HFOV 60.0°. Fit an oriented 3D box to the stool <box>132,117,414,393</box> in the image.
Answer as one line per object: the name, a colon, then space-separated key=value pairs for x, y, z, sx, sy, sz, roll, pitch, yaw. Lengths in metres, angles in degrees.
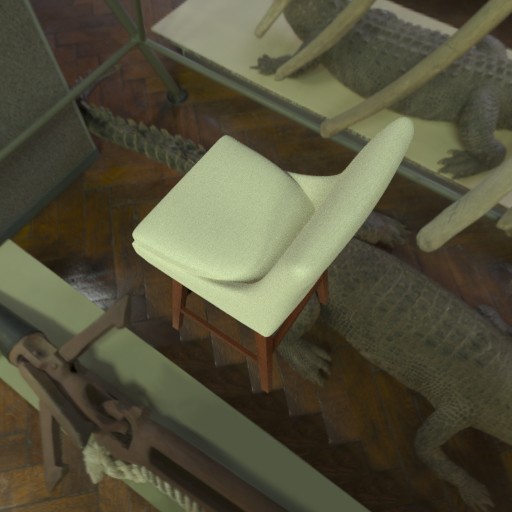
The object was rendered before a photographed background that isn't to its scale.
stool: x=0.000 y=0.000 z=1.384 sx=0.559 sy=1.097 sz=0.470 roll=31 pitch=67 yaw=15
